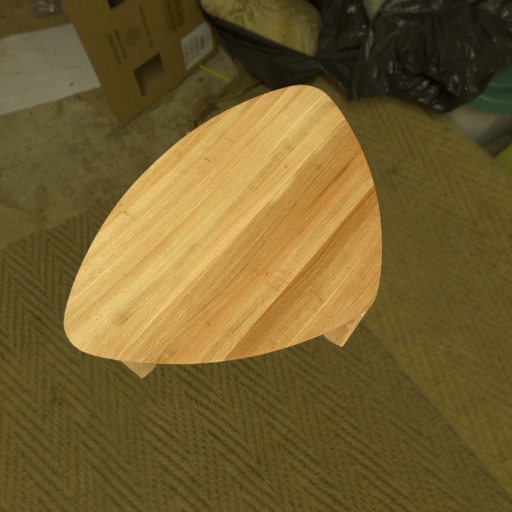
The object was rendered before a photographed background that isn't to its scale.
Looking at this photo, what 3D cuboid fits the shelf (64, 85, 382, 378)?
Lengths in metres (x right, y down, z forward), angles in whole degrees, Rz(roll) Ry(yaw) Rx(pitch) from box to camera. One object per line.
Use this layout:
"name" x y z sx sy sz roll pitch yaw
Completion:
"shelf" 0.000 0.000 1.616 0.863 0.439 1.240 35 69 15
